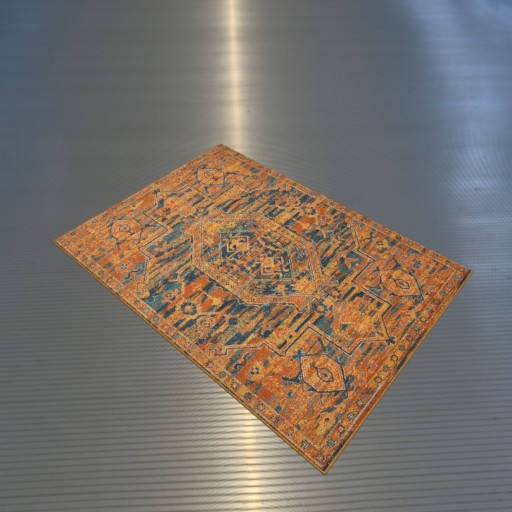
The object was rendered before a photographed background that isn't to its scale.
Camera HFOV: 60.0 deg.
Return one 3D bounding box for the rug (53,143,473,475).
[{"bbox_3d":[0.000,0.000,2.844,2.204,0.024,1.588,33,54,27],"label":"rug"}]
